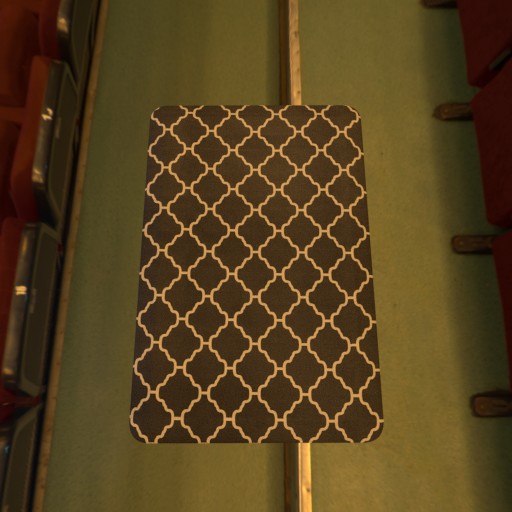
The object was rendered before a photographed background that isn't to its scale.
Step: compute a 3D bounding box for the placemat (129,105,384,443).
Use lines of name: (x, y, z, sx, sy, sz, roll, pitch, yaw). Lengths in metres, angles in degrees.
placemat: (0.000, 0.000, 0.969, 0.508, 0.021, 0.762, 0, 75, 0)
